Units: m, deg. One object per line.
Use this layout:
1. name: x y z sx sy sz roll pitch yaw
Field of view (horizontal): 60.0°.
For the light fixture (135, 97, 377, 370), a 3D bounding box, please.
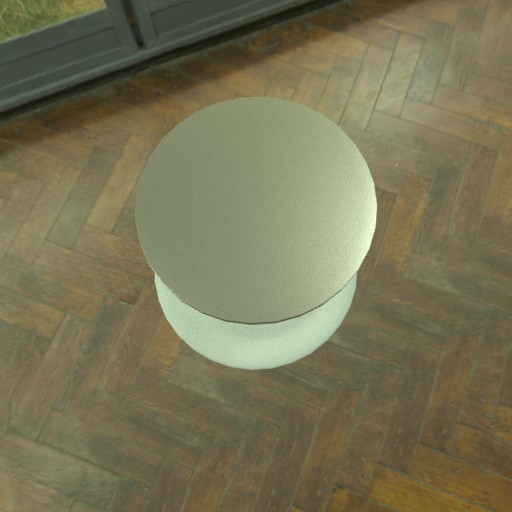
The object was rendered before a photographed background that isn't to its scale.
1. light fixture: 0.000 0.000 0.401 0.199 0.254 0.199 0 74 0
